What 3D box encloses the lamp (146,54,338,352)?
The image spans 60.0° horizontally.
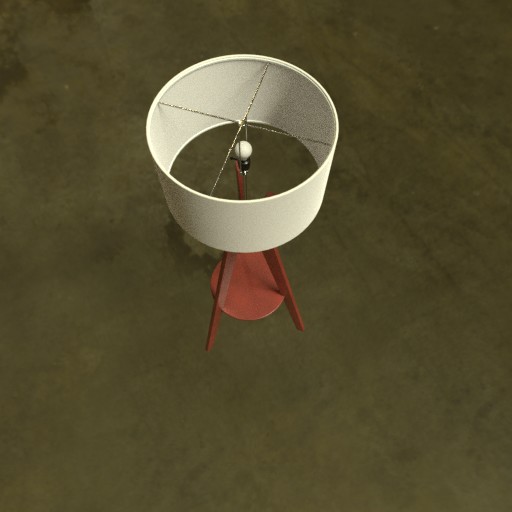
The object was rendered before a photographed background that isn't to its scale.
[{"bbox_3d":[0.000,0.000,1.748,0.542,1.472,0.539,16,65,8],"label":"lamp"}]
